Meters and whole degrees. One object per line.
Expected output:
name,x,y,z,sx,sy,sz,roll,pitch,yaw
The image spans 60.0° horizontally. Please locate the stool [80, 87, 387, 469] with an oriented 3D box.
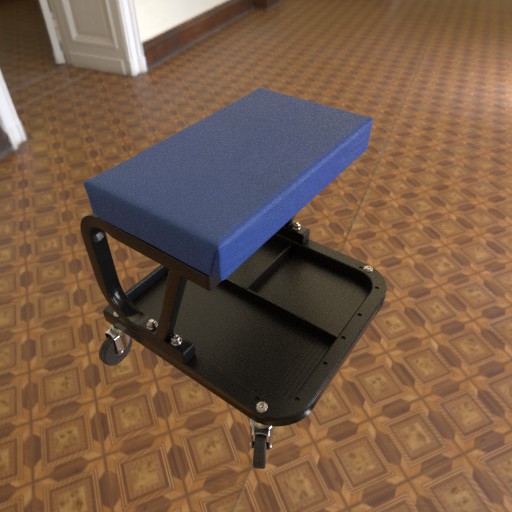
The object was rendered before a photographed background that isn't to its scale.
stool,0.000,0.000,0.711,0.371,0.380,0.446,26,48,26
